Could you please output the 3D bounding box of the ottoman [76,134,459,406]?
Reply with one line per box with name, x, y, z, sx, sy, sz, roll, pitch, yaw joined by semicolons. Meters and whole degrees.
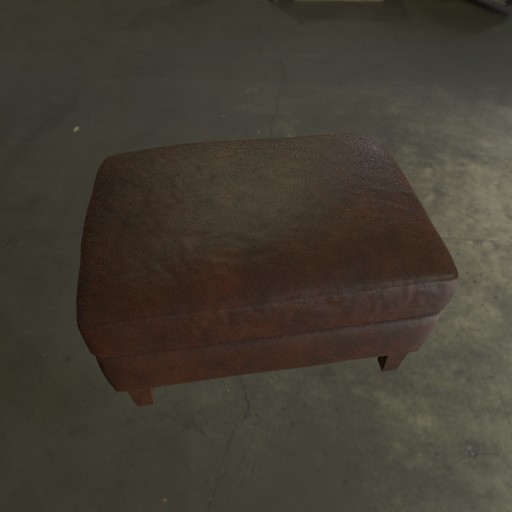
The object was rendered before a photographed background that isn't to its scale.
ottoman;0.000;0.000;1.293;0.887;0.527;0.659;-6;46;-6
